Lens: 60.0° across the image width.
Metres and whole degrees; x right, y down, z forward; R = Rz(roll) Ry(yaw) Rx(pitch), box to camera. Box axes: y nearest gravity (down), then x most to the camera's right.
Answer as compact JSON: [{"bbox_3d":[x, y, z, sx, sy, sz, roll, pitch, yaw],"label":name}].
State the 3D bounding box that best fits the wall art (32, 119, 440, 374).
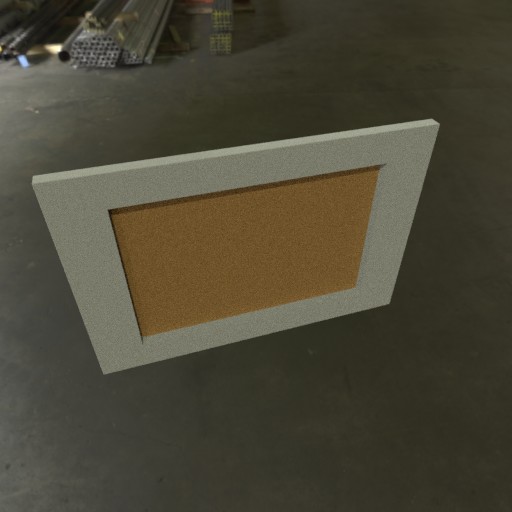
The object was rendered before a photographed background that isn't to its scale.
[{"bbox_3d":[0.000,0.000,1.160,0.906,0.617,0.033,-12,42,-13],"label":"wall art"}]
